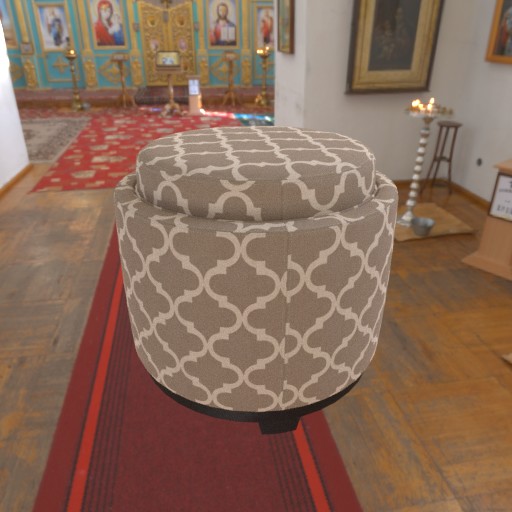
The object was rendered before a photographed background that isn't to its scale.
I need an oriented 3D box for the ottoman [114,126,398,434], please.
[{"bbox_3d":[0.000,0.000,0.826,0.480,0.429,0.480,0,26,0],"label":"ottoman"}]
